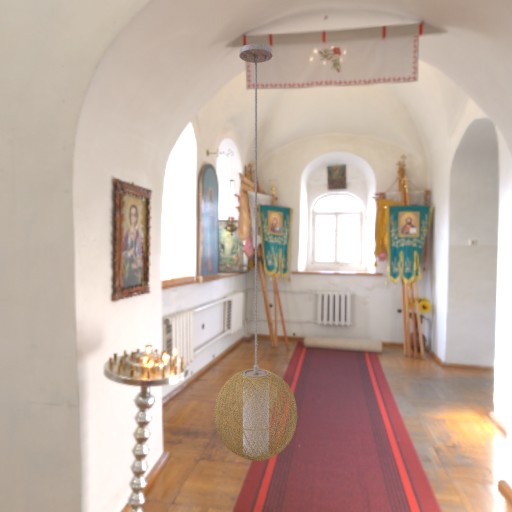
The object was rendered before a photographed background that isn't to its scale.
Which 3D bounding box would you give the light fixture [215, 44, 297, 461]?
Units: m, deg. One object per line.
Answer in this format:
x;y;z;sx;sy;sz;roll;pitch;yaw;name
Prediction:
0.000;0.000;2.154;0.407;1.955;0.406;-2;3;-35;light fixture
